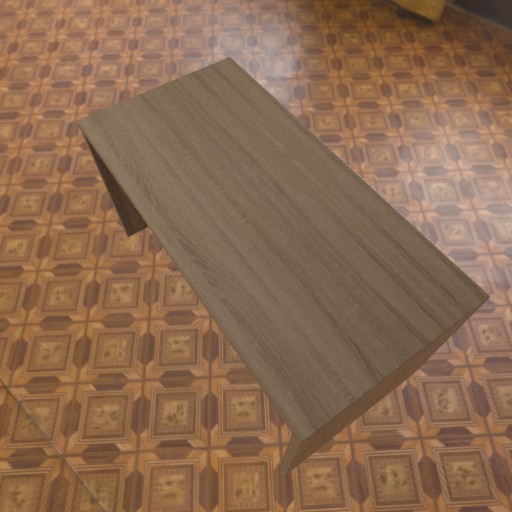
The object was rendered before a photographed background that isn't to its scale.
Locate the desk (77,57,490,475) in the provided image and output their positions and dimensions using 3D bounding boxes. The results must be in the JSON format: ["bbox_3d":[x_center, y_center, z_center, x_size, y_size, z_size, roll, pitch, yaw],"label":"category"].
[{"bbox_3d":[0.000,0.000,1.790,0.690,0.745,1.380,-31,63,-18],"label":"desk"}]
